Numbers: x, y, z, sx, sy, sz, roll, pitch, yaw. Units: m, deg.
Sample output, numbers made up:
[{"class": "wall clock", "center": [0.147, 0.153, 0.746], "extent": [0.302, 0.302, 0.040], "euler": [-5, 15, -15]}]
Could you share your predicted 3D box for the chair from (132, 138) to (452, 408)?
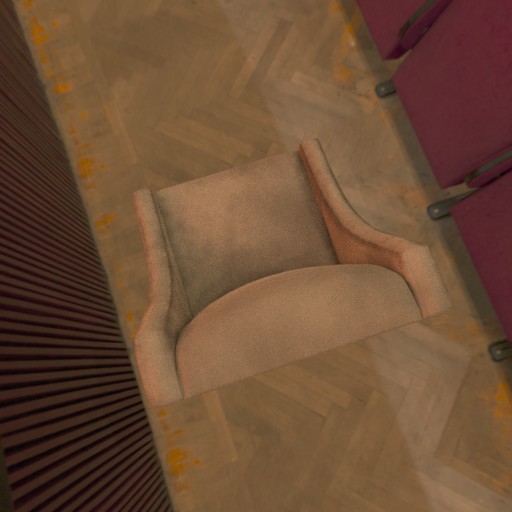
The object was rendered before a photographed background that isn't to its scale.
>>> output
[{"class": "chair", "center": [0.000, 0.000, 1.325], "extent": [0.629, 0.895, 0.629], "euler": [-18, 78, -4]}]
